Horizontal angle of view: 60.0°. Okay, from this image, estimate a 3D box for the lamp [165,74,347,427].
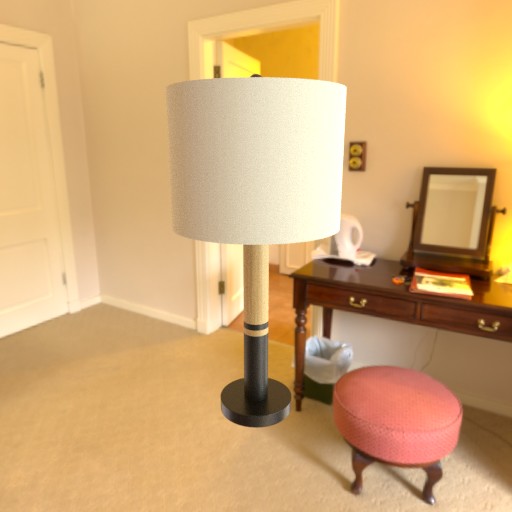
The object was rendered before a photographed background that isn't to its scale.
[{"bbox_3d":[0.000,0.000,0.835,0.305,0.640,0.305,-2,15,-7],"label":"lamp"}]
